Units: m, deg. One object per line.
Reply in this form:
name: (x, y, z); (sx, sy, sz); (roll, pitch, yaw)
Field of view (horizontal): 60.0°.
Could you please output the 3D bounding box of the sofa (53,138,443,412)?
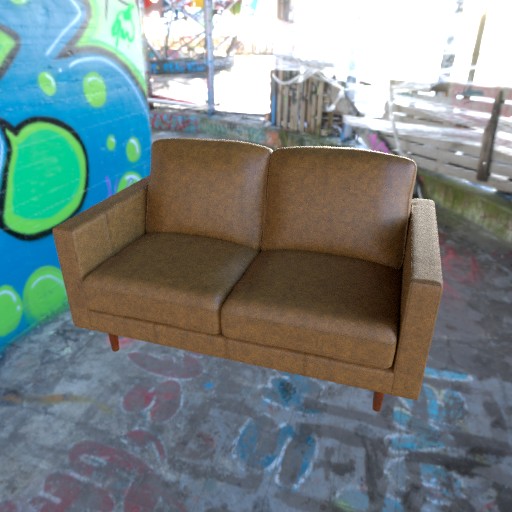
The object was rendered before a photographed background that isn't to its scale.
sofa: (0.000, 0.000, 2.128); (1.578, 0.951, 0.909); (8, 28, 16)
